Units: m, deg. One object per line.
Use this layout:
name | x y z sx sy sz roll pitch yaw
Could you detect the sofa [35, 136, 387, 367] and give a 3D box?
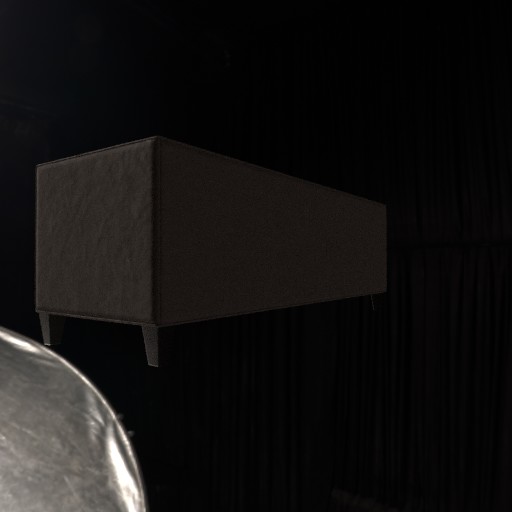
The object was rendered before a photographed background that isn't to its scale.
sofa | 0.000 0.000 2.532 0.775 0.762 2.159 -1 -1 36
